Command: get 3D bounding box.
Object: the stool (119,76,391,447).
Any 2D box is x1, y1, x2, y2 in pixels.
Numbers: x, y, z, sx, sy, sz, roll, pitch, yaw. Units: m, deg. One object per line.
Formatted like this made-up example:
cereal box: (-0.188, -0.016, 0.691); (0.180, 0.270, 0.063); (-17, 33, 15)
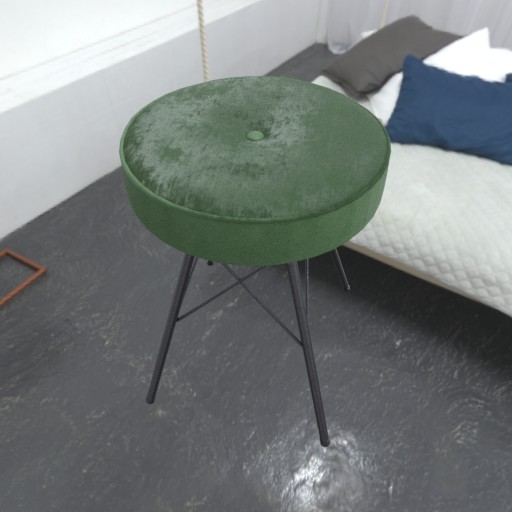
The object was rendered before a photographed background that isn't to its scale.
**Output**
stool: (0.000, 0.000, 0.908); (0.430, 0.595, 0.457); (10, 47, 10)
